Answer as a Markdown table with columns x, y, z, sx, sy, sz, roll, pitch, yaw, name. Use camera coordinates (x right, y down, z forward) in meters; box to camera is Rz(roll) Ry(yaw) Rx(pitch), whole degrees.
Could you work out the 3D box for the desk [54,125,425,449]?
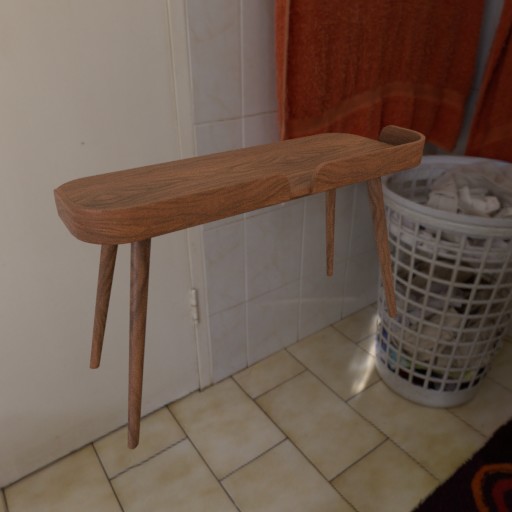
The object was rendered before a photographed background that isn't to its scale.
| x | y | z | sx | sy | sz | roll | pitch | yaw | name |
| --- | --- | --- | --- | --- | --- | --- | --- | --- | --- |
| 0.000 | 0.000 | 1.642 | 1.256 | 0.800 | 0.486 | -18 | 34 | -29 | desk |
